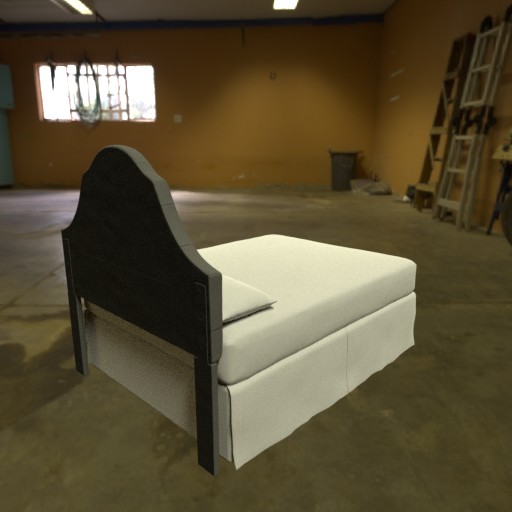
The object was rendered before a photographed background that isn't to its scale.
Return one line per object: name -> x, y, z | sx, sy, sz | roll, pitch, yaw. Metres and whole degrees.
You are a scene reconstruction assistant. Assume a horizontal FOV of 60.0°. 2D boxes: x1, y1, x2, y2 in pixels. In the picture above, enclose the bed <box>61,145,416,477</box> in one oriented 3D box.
bed -> 0.000, 0.000, 3.235 | 1.636, 1.575, 2.155 | 13, 19, 42
